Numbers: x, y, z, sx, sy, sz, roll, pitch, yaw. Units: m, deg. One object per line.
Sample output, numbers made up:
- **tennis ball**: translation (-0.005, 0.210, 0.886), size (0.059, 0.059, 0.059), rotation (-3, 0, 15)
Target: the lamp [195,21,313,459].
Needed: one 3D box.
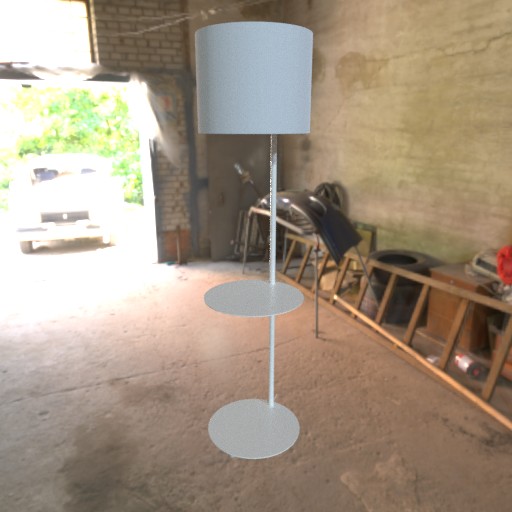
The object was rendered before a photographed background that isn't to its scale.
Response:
- **lamp**: translation (0.000, 0.000, 1.620), size (0.372, 1.465, 0.405), rotation (9, 18, 27)
